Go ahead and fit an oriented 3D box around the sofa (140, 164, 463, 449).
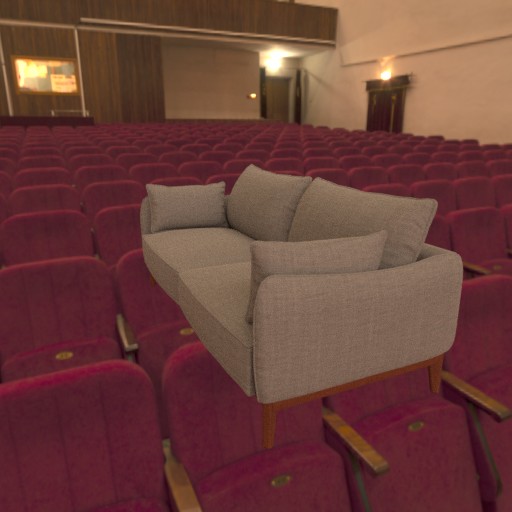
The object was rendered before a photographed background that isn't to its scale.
[{"bbox_3d":[0.000,0.000,2.458,0.972,0.851,1.989,-7,18,-24],"label":"sofa"}]
